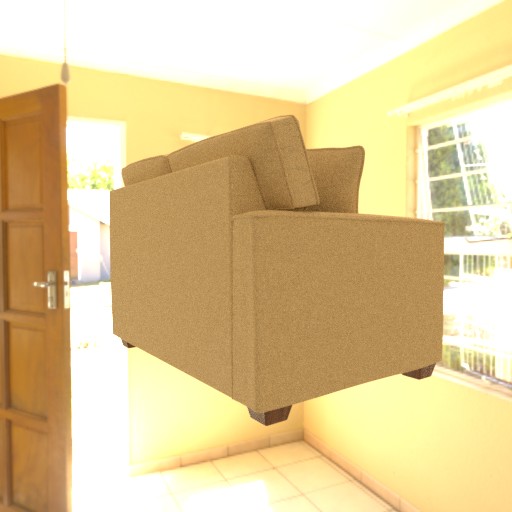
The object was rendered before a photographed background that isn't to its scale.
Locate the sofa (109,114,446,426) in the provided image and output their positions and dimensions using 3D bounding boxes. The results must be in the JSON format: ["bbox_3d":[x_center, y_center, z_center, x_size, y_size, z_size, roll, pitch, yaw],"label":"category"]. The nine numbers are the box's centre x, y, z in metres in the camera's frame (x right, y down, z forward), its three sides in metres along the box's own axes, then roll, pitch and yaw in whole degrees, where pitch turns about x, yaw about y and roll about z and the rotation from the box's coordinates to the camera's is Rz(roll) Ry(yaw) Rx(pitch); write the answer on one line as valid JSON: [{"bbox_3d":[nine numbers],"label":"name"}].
[{"bbox_3d":[0.000,0.000,2.114,0.991,0.989,1.388,-1,2,-36],"label":"sofa"}]
